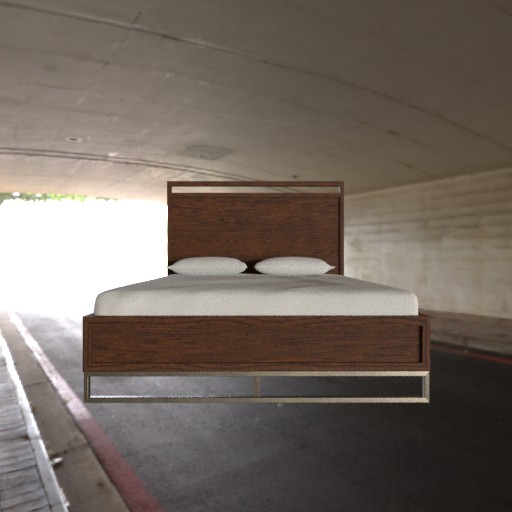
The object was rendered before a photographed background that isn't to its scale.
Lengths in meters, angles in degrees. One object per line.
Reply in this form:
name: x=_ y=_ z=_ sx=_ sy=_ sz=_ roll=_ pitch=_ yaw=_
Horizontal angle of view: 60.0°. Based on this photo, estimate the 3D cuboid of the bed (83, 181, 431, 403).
bed: x=0.000 y=0.000 z=3.352 sx=1.765 sy=1.487 sz=2.218 roll=0 pitch=0 yaw=0
